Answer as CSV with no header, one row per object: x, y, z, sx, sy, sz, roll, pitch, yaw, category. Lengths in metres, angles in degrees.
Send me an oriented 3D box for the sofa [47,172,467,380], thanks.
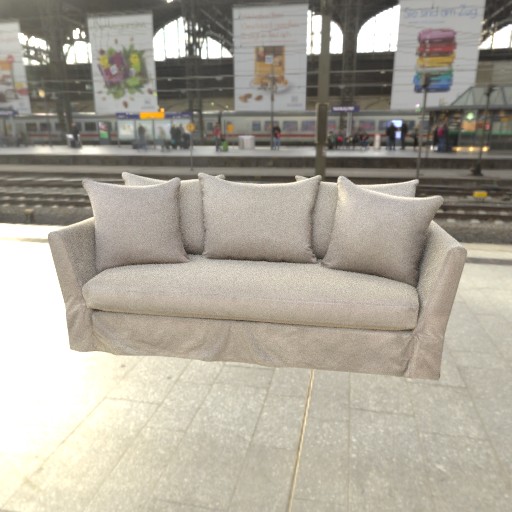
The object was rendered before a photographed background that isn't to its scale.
0.000,0.000,2.891,2.290,1.034,1.031,3,16,9,sofa
